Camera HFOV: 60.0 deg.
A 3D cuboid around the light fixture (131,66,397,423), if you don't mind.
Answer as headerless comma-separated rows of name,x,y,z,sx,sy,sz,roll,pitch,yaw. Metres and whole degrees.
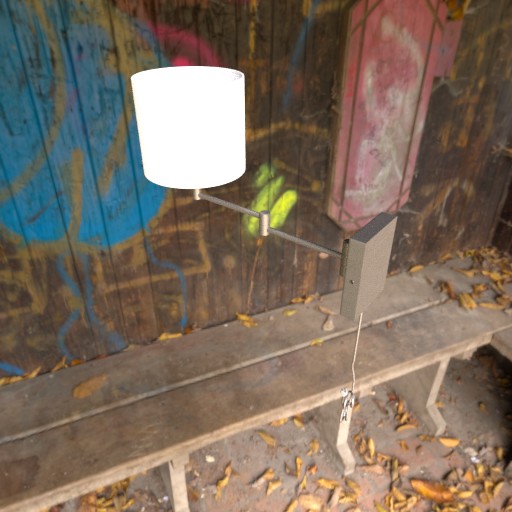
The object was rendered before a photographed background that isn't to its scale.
light fixture,0.000,0.000,0.895,0.516,0.651,0.203,23,38,32
